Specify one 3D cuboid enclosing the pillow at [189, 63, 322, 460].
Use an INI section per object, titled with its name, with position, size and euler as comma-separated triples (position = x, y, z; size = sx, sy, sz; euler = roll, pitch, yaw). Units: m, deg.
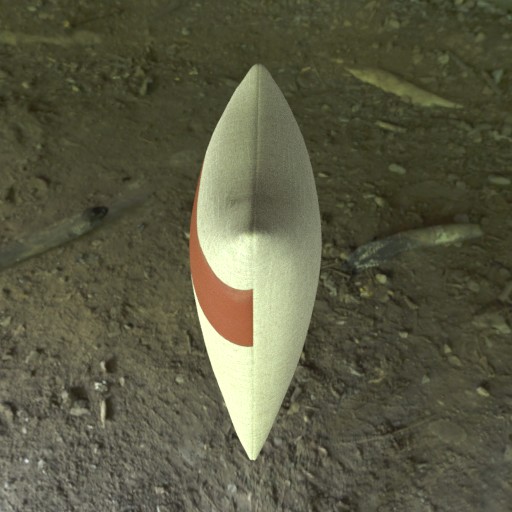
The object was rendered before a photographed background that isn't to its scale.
[pillow]
position = 0.000, 0.000, 0.628
size = 0.173, 0.399, 0.414
euler = 1, 41, 1
